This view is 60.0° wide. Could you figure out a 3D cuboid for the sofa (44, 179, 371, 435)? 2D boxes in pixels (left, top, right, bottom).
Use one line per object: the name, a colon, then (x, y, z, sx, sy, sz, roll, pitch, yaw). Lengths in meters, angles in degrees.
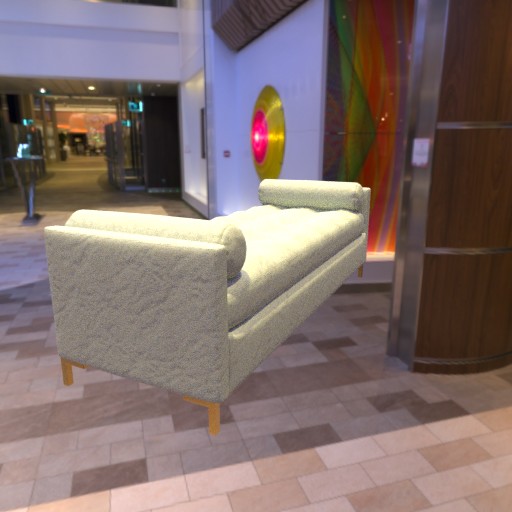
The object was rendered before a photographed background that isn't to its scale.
sofa: (0.000, 0.000, 2.468, 0.796, 0.705, 2.102, 7, 16, 26)
